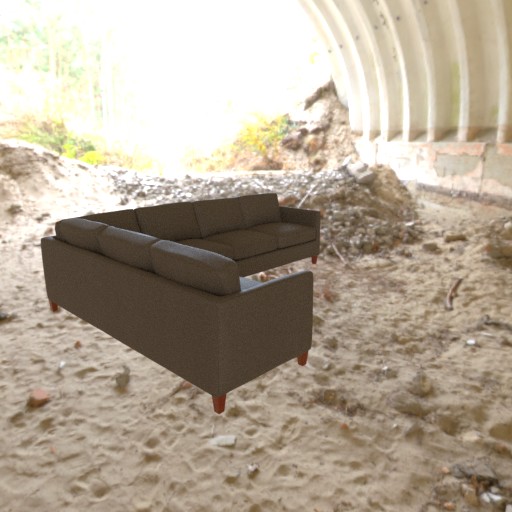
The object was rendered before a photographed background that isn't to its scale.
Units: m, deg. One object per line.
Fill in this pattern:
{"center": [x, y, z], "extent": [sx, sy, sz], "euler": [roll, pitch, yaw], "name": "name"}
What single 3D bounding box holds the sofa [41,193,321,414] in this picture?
{"center": [0.000, 0.000, 4.537], "extent": [2.593, 0.947, 3.302], "euler": [14, 20, 42], "name": "sofa"}
